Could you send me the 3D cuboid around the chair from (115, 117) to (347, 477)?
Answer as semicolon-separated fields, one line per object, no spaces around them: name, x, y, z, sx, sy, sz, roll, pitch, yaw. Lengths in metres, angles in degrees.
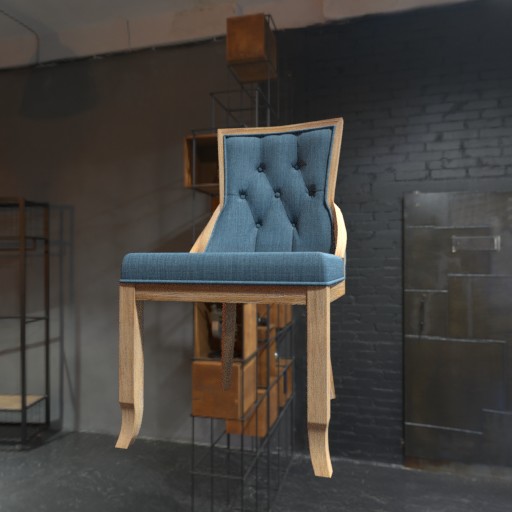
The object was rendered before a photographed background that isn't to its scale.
chair;0.000;0.000;1.318;0.524;0.947;0.641;0;-1;17
